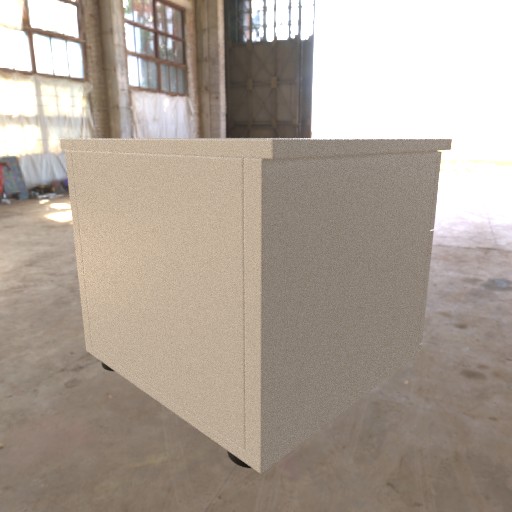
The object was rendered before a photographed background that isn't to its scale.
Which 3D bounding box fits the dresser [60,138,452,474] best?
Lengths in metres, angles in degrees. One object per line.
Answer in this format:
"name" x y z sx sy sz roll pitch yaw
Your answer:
"dresser" 0.000 0.000 0.702 0.430 0.360 0.400 14 20 42
